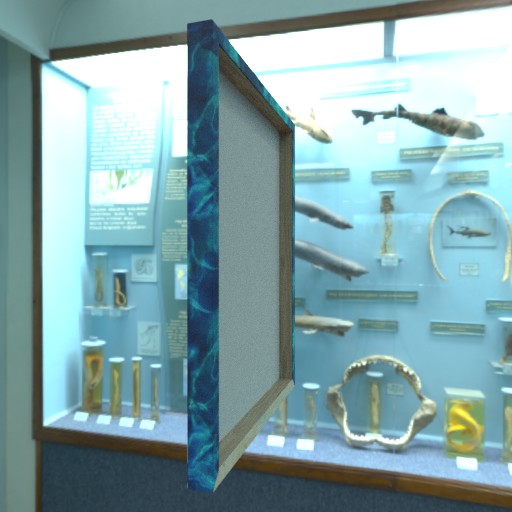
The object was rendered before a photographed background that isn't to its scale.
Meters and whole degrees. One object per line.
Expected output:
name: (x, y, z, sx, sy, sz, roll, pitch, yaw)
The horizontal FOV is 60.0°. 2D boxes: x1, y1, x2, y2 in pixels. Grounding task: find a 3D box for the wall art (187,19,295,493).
wall art: (0.000, 0.000, 0.841, 0.038, 0.635, 0.508, 0, 0, 18)
